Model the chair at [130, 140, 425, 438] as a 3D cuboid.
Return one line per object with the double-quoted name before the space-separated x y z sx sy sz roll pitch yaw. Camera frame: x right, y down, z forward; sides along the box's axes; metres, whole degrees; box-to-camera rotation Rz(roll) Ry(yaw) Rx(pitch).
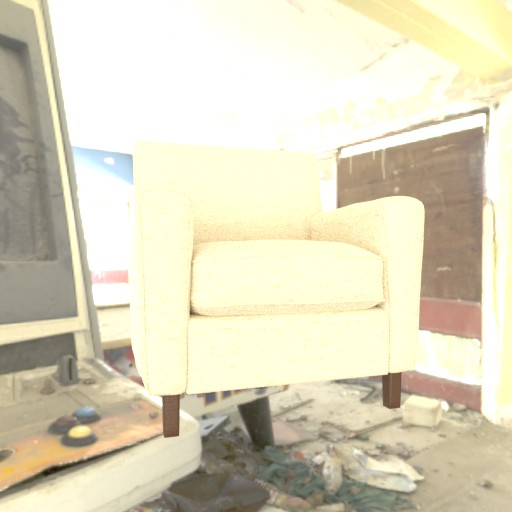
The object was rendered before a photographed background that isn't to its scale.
"chair" 0.000 0.000 1.603 0.870 0.943 0.823 0 1 -18
